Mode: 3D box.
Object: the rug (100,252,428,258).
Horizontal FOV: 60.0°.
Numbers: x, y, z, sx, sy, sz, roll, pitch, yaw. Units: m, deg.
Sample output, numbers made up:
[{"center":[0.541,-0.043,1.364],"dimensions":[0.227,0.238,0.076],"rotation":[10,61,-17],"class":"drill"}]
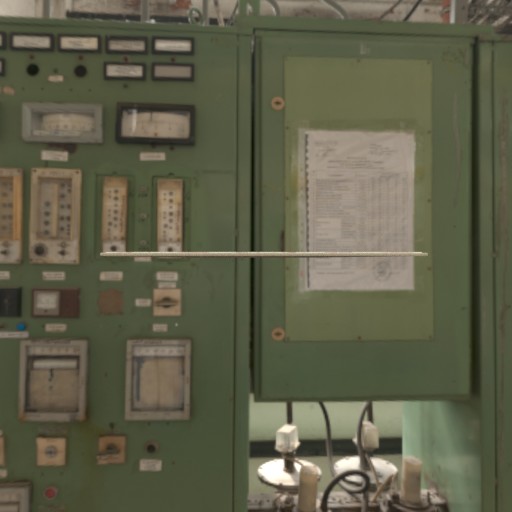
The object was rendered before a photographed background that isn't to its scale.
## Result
[{"center":[0.000,0.000,1.421],"dimensions":[0.604,0.007,1.219],"rotation":[0,0,-2],"class":"rug"}]
